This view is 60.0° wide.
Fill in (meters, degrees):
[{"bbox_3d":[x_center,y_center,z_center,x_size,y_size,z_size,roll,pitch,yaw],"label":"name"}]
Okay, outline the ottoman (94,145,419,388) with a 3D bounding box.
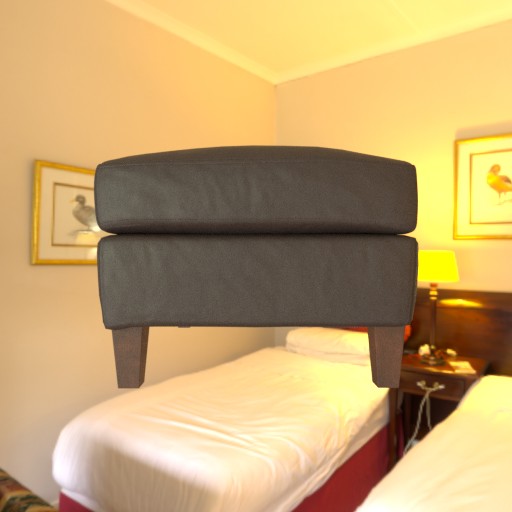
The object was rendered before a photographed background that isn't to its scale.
[{"bbox_3d":[0.000,0.000,1.277,0.659,0.529,0.887,0,1,0],"label":"ottoman"}]
